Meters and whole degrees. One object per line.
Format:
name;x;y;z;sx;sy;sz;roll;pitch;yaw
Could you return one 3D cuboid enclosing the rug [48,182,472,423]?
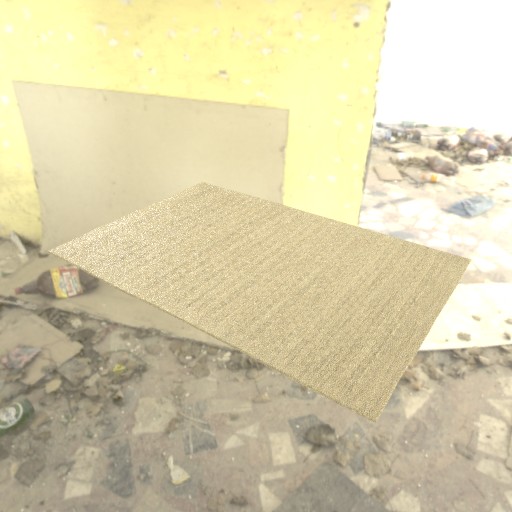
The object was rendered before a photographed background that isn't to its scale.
rug;0.000;0.000;2.876;2.297;0.018;1.532;20;36;30
